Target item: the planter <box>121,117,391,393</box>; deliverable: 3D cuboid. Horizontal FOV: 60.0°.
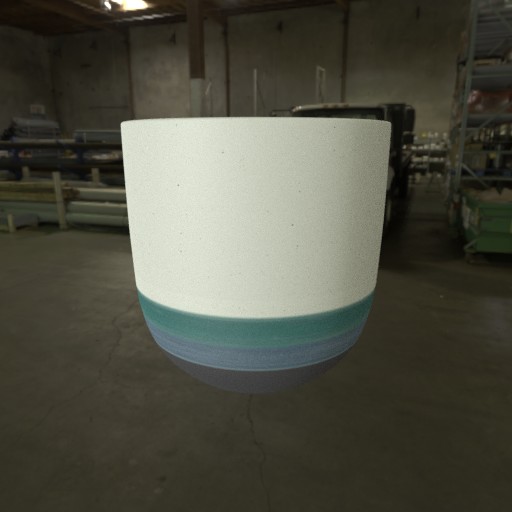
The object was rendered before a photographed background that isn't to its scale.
[{"bbox_3d":[0.000,0.000,0.374,0.204,0.214,0.204,0,15,0],"label":"planter"}]
